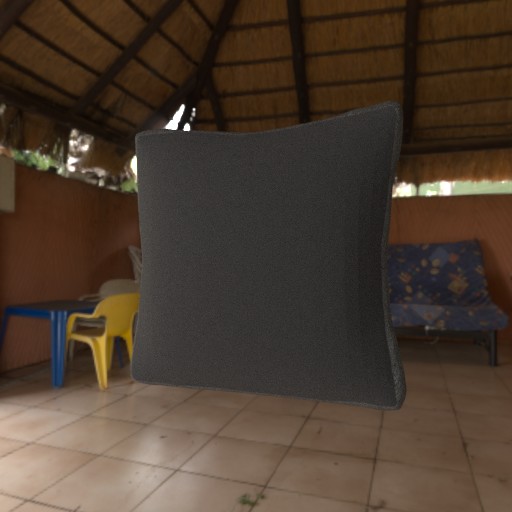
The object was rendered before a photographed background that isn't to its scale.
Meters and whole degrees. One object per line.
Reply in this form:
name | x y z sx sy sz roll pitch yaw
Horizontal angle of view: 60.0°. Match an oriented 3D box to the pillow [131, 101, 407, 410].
pillow | 0.000 0.000 0.829 0.533 0.523 0.210 0 0 18
